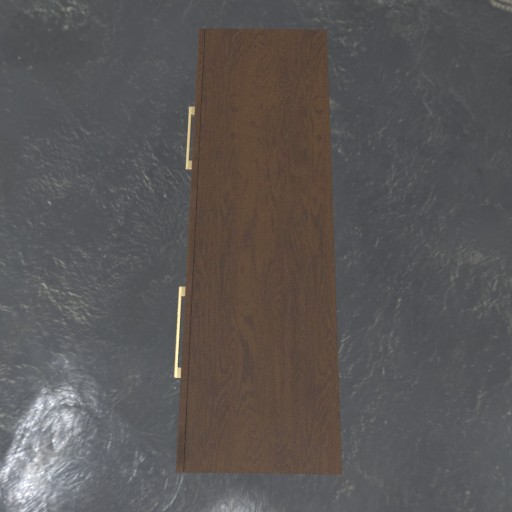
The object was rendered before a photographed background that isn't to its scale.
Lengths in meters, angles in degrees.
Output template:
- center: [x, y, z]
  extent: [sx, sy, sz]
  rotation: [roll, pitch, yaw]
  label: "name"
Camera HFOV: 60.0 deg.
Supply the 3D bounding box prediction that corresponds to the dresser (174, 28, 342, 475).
- center: [0.000, 0.000, 1.894]
  extent: [0.512, 0.889, 1.523]
  rotation: [1, 75, 0]
  label: "dresser"
